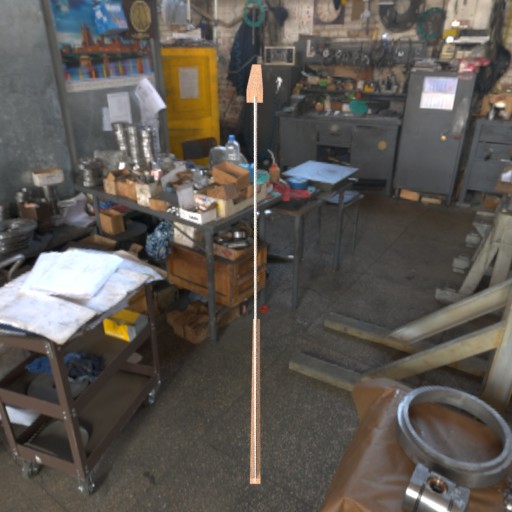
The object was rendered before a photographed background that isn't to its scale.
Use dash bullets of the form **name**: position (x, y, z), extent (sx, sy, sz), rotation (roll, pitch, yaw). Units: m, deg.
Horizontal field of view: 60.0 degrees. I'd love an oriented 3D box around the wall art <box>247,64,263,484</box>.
- **wall art**: position (0.000, 0.000, 1.329), extent (0.028, 1.016, 0.765), rotation (0, 26, 0)
